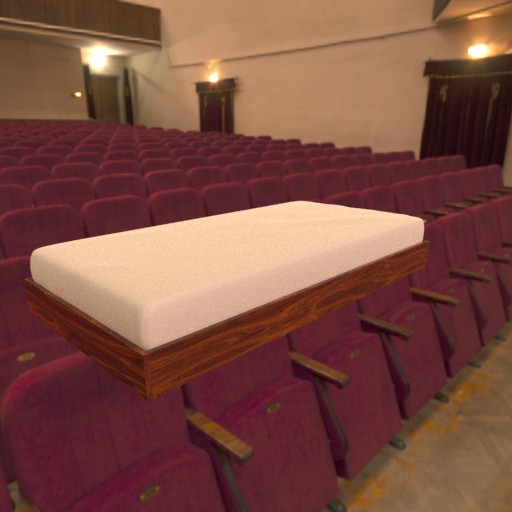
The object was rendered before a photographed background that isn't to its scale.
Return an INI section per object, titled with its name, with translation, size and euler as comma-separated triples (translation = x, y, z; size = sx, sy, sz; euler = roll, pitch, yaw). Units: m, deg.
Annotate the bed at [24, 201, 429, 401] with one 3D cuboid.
[bed]
translation = 0.000, 0.000, 2.205
size = 0.940, 0.312, 1.860
euler = 15, 22, 42
